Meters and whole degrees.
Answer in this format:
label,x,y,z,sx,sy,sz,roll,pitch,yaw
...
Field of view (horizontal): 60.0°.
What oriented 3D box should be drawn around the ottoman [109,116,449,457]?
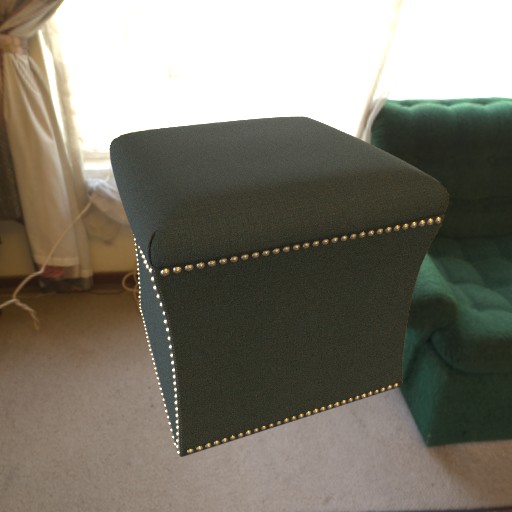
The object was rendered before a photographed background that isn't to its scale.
label,x,y,z,sx,sy,sz,roll,pitch,yaw
ottoman,0.000,0.000,0.916,0.497,0.475,0.507,-11,32,-18
